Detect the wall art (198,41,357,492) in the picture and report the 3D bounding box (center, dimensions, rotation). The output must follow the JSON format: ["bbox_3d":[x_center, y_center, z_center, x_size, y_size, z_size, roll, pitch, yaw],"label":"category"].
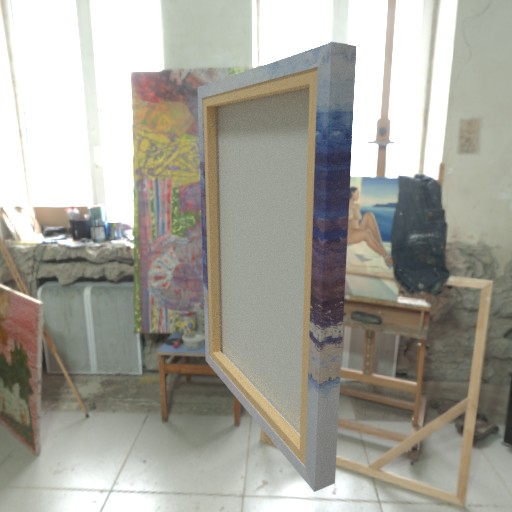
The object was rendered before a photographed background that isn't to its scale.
[{"bbox_3d":[0.000,0.000,0.748,0.036,0.581,0.437,-7,16,-26],"label":"wall art"}]
